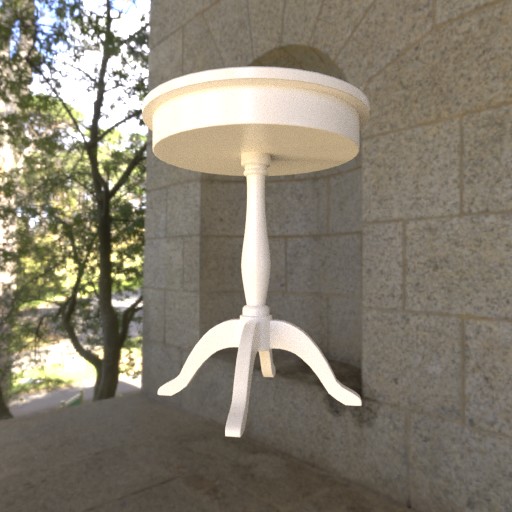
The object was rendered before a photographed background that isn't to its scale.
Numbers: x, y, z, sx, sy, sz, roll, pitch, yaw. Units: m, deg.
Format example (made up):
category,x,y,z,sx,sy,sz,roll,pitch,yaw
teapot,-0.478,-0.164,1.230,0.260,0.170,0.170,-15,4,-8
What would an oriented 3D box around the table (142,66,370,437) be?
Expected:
category,x,y,z,sx,sy,sz,roll,pitch,yaw
table,0.000,0.000,1.023,0.513,0.653,0.513,0,-1,0
